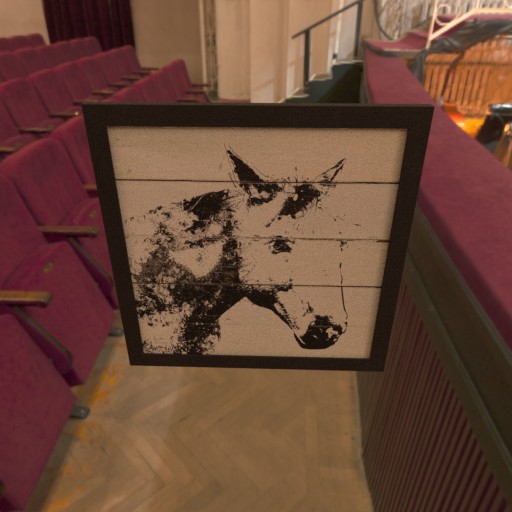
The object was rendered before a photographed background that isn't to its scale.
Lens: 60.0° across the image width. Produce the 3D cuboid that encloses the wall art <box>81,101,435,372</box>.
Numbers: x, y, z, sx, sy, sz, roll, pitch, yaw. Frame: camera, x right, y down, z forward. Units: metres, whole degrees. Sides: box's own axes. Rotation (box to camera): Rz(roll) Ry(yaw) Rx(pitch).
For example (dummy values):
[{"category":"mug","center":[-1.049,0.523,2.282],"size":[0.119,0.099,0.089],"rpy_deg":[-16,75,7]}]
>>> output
[{"category":"wall art","center":[0.000,0.000,1.540],"size":[1.016,1.016,0.038],"rpy_deg":[1,30,2]}]
